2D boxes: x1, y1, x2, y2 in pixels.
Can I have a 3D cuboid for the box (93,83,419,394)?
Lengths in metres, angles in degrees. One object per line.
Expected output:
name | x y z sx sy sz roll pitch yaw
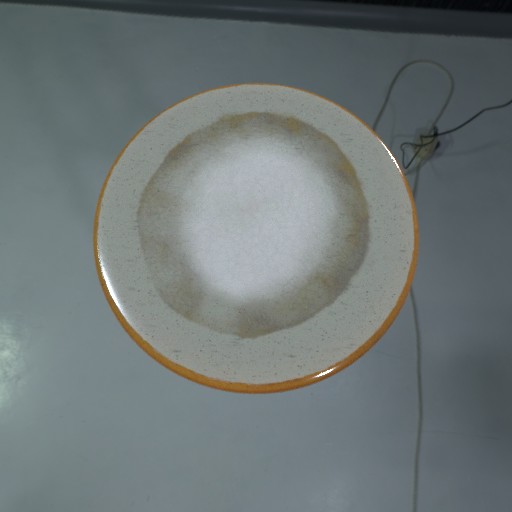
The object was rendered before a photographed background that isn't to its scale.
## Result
box | 0.000 0.000 0.211 0.123 0.100 0.123 0 75 0
